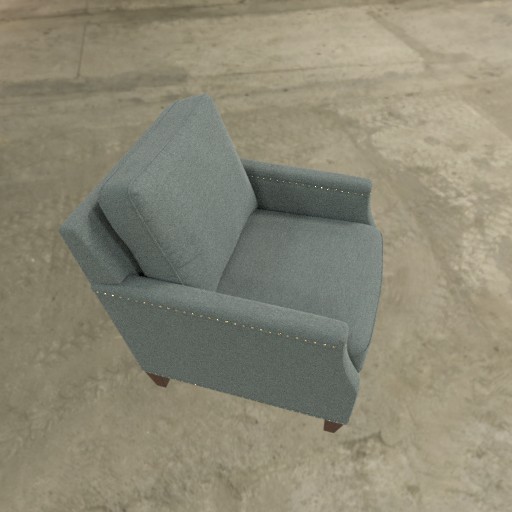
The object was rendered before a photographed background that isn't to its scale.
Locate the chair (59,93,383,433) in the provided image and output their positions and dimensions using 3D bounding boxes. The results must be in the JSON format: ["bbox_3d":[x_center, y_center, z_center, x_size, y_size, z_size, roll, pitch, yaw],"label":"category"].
[{"bbox_3d":[0.000,0.000,1.823,1.031,1.031,0.885,11,46,11],"label":"chair"}]
